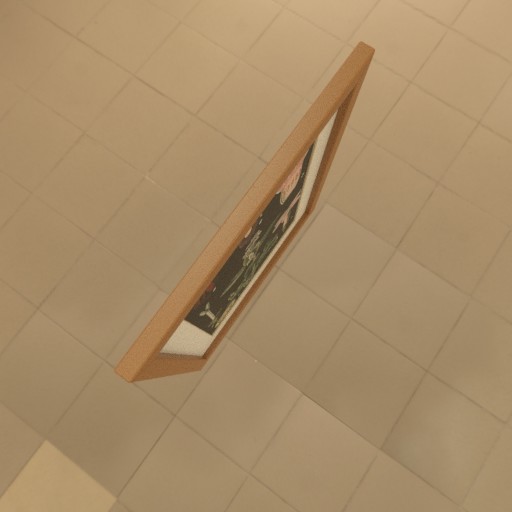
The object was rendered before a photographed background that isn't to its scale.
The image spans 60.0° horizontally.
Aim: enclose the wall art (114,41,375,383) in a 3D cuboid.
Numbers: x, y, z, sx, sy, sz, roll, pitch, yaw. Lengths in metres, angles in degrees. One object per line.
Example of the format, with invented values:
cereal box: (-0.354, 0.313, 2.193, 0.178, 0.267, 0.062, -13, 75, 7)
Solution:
wall art: (0.000, 0.000, 0.505, 0.015, 0.379, 0.310, 34, 79, 8)
